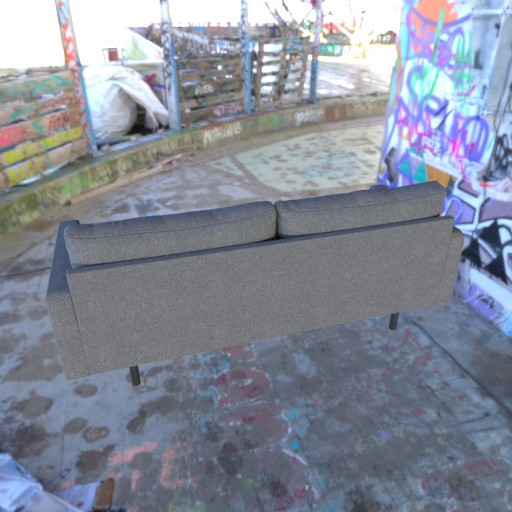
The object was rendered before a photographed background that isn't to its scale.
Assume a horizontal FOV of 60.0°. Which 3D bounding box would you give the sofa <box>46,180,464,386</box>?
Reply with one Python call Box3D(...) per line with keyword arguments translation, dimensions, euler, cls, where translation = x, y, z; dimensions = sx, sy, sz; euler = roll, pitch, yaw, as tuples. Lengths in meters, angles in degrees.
Box3D(translation=(0.000, 0.000, 2.548), dimensions=(2.100, 0.880, 0.880), euler=(-9, 30, -15), cls="sofa")
